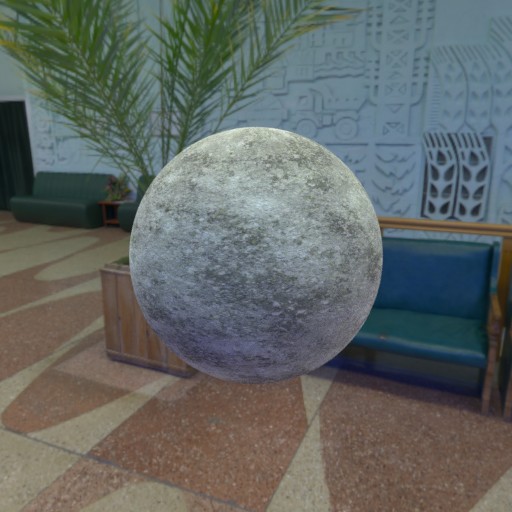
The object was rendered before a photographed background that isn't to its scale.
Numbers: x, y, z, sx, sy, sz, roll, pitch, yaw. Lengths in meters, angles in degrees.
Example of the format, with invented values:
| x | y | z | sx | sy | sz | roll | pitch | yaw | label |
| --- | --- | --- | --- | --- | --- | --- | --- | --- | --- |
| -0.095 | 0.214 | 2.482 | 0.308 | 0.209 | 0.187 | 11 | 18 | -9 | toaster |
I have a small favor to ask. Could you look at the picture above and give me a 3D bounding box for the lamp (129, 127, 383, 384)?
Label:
| x | y | z | sx | sy | sz | roll | pitch | yaw | label |
| --- | --- | --- | --- | --- | --- | --- | --- | --- | --- |
| 0.000 | 0.000 | 0.767 | 0.422 | 0.429 | 0.422 | 0 | 15 | 0 | lamp |
